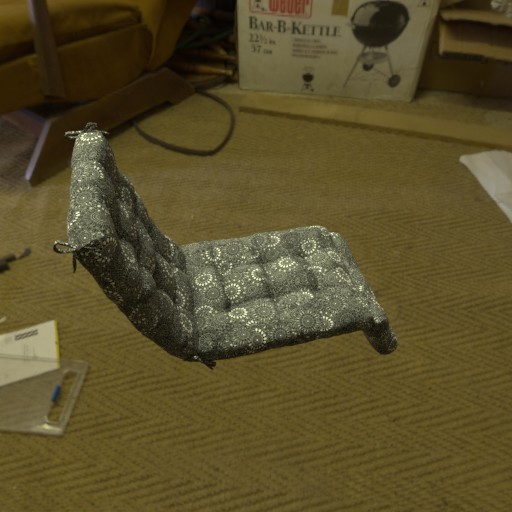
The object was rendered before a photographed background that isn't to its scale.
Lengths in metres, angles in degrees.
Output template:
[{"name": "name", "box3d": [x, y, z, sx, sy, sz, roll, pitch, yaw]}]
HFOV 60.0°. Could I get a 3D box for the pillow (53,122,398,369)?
[{"name": "pillow", "box3d": [0.000, 0.000, 1.487, 1.016, 0.863, 0.526, -10, 48, -9]}]
